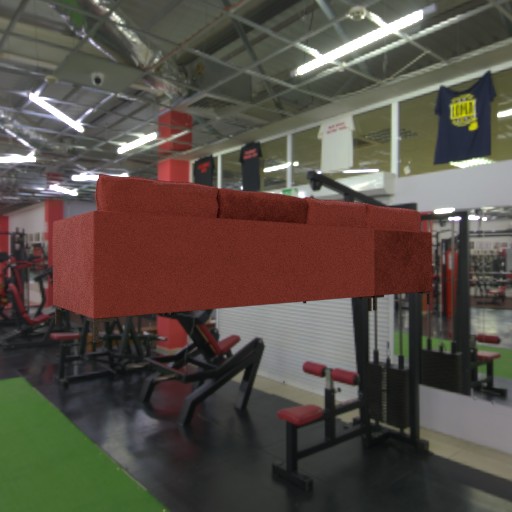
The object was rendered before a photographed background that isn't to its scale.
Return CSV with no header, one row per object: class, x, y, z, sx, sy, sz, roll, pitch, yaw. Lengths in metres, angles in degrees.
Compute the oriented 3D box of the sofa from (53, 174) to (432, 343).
sofa,0.000,0.000,4.039,3.400,0.967,1.500,0,0,-37
